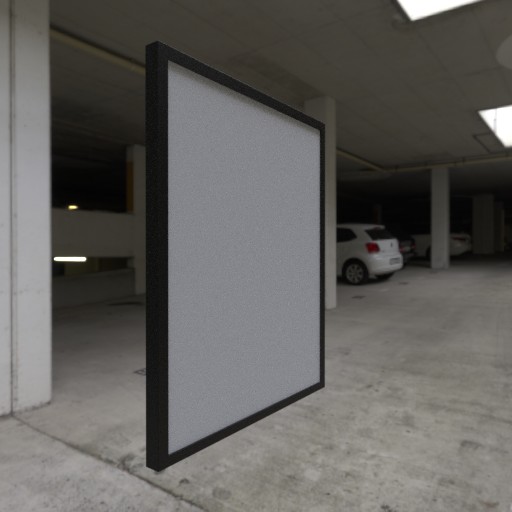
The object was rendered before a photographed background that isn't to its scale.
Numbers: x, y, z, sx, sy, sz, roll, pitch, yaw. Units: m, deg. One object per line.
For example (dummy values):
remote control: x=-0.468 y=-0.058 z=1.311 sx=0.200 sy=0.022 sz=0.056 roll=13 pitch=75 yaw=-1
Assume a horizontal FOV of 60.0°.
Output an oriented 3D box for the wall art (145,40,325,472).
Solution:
wall art: x=0.000 y=0.000 z=0.543 sx=0.018 sy=0.397 sz=0.325 roll=0 pitch=0 yaw=37
